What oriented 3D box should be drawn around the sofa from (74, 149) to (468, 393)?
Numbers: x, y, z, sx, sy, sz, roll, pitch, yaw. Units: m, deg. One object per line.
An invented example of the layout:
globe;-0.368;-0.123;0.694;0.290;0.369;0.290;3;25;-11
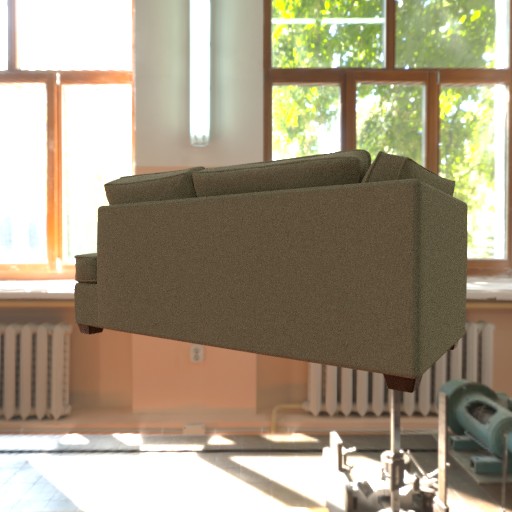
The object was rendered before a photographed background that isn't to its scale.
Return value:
sofa;0.000;0.000;2.742;2.237;1.033;1.110;1;1;35
